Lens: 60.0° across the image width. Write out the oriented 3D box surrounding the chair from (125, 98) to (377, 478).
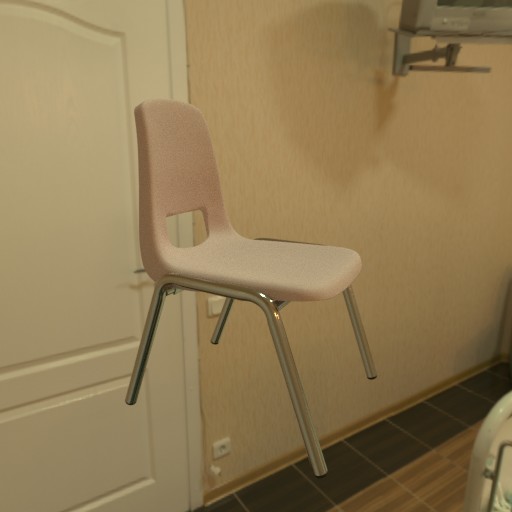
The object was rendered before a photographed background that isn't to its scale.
[{"bbox_3d":[0.000,0.000,0.852,0.423,0.586,0.354,7,16,27],"label":"chair"}]
